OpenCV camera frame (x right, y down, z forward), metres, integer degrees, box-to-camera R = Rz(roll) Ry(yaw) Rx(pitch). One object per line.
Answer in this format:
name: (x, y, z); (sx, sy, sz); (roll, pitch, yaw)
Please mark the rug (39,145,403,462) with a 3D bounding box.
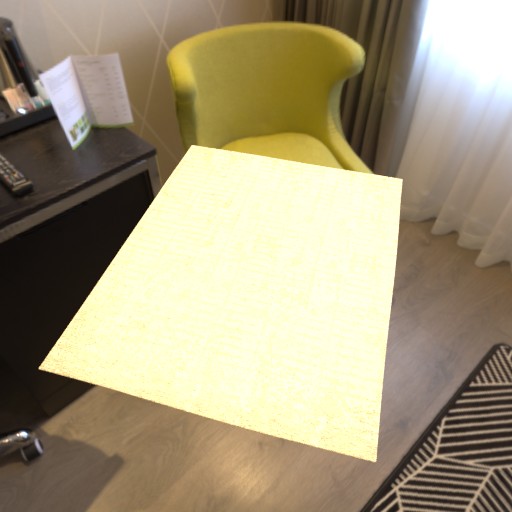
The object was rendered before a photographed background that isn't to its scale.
rug: (0.000, 0.000, 4.015); (2.447, 0.014, 3.061); (12, 48, 11)
